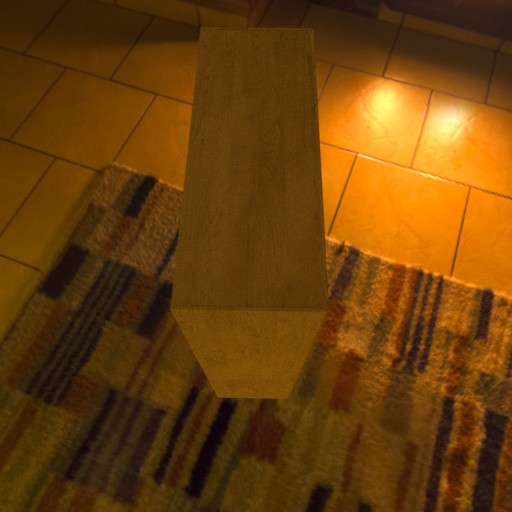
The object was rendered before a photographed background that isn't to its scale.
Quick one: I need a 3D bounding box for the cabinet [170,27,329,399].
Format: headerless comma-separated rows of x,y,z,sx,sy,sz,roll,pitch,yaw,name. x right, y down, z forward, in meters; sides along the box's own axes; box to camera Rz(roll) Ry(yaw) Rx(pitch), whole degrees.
0.000,0.000,2.515,0.510,1.910,1.290,1,64,0,cabinet
